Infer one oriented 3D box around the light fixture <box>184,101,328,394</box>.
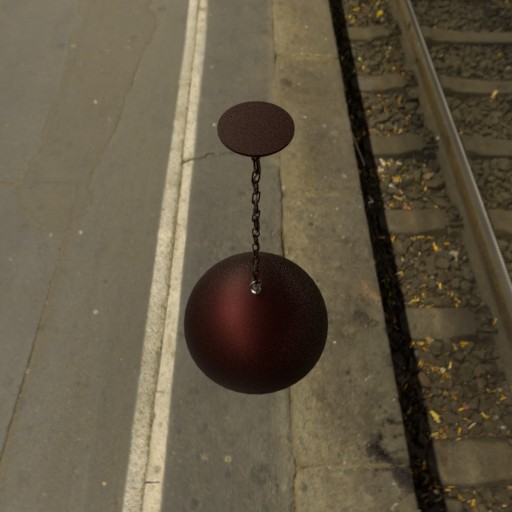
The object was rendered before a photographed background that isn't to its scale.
[{"bbox_3d":[0.000,0.000,1.159,0.492,0.869,0.492,-19,60,-11],"label":"light fixture"}]
